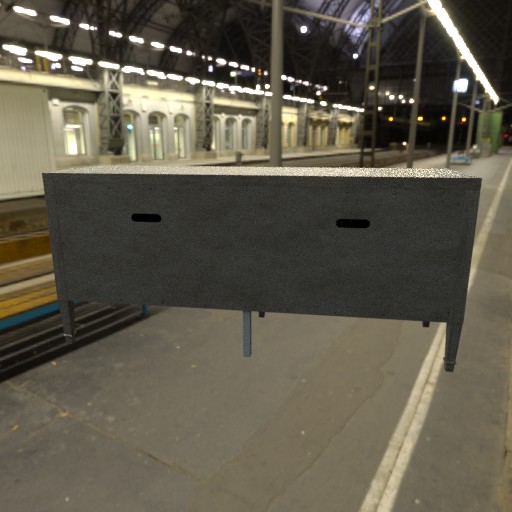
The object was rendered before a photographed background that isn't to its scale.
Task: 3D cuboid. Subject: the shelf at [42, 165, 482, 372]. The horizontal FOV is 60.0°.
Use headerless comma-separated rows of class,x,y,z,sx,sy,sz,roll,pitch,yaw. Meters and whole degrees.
shelf,0.000,0.000,1.890,1.575,0.719,0.479,2,15,8
